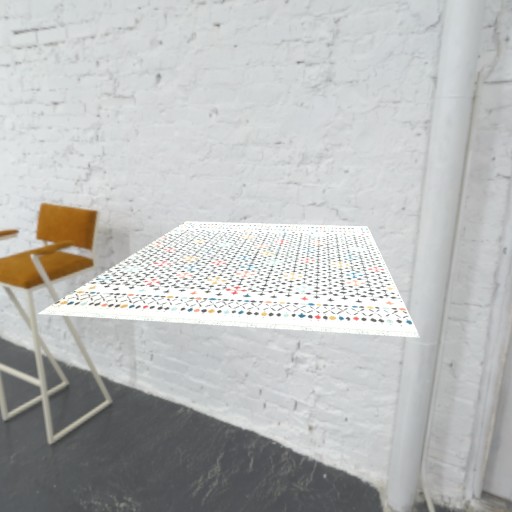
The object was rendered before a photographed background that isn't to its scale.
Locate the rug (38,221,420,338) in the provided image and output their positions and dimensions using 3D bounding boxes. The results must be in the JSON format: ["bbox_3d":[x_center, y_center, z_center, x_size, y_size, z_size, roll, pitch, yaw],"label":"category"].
[{"bbox_3d":[0.000,0.000,4.199,2.354,0.007,3.196,2,15,8],"label":"rug"}]
